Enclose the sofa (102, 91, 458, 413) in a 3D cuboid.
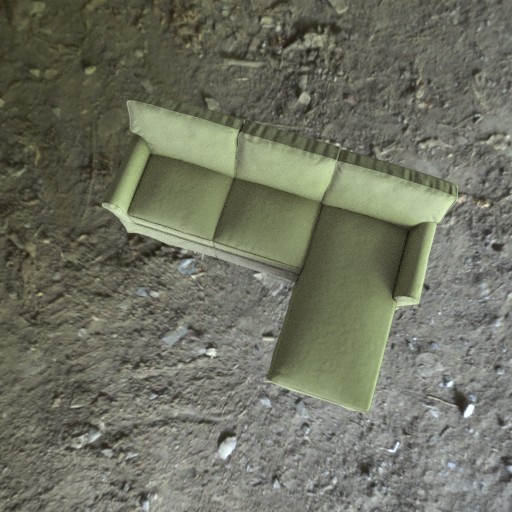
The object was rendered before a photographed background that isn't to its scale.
[{"bbox_3d":[0.000,0.000,3.356,2.475,0.978,1.733,17,77,4],"label":"sofa"}]
